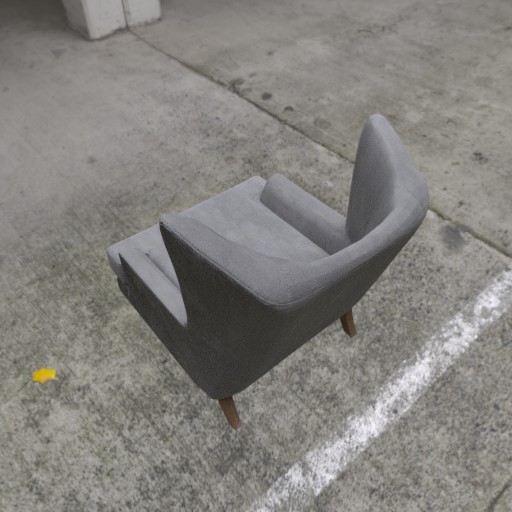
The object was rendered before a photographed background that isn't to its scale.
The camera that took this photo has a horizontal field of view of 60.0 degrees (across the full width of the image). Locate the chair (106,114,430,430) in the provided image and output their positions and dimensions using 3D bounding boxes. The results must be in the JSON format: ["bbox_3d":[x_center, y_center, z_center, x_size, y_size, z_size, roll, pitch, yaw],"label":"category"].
[{"bbox_3d":[0.000,0.000,1.589,0.784,0.950,0.906,-31,53,-27],"label":"chair"}]
